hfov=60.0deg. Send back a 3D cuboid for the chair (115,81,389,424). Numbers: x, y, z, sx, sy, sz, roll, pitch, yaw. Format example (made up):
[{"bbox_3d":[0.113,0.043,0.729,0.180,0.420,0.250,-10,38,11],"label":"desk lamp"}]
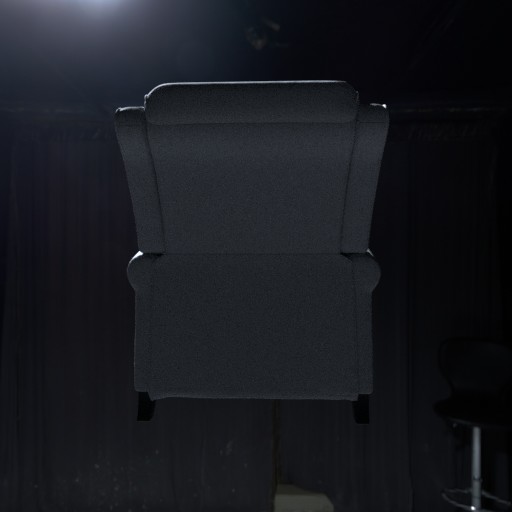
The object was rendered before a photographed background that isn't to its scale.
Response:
[{"bbox_3d":[0.000,0.000,1.717,0.859,1.046,0.919,0,0,2],"label":"chair"}]
